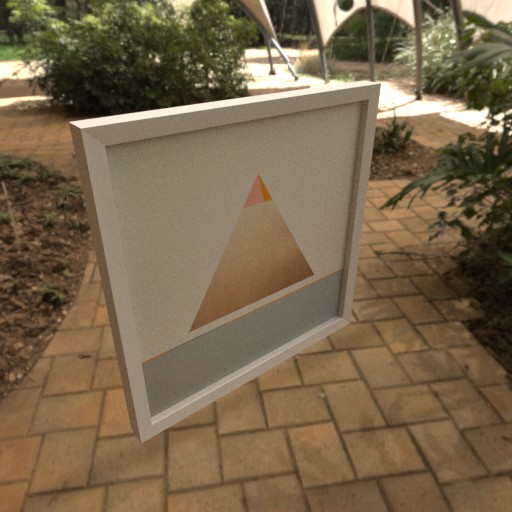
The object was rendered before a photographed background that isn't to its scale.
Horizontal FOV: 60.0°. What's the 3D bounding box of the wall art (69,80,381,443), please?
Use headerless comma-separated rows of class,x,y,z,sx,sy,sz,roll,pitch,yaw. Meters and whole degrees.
wall art,0.000,0.000,1.901,1.289,1.291,0.098,-21,36,-33
